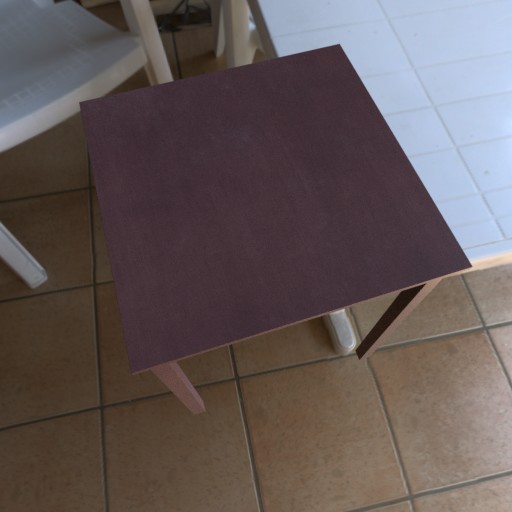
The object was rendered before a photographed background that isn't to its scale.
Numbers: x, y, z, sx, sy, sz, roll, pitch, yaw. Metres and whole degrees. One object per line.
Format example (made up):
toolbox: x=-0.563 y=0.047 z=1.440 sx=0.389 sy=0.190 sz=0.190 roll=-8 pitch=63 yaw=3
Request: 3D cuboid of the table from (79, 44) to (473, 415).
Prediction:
table: x=0.000 y=0.000 z=1.674 sx=0.861 sy=0.991 sz=0.861 roll=-16 pitch=64 yaw=-8
